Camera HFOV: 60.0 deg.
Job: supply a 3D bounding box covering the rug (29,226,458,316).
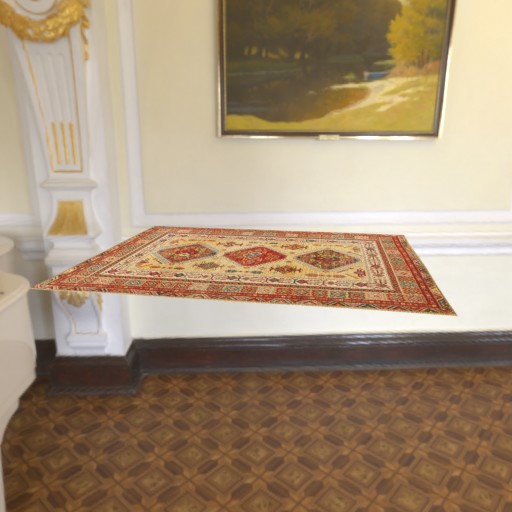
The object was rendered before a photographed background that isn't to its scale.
[{"bbox_3d":[0.000,0.000,4.253,3.067,0.005,2.460,3,15,10],"label":"rug"}]
